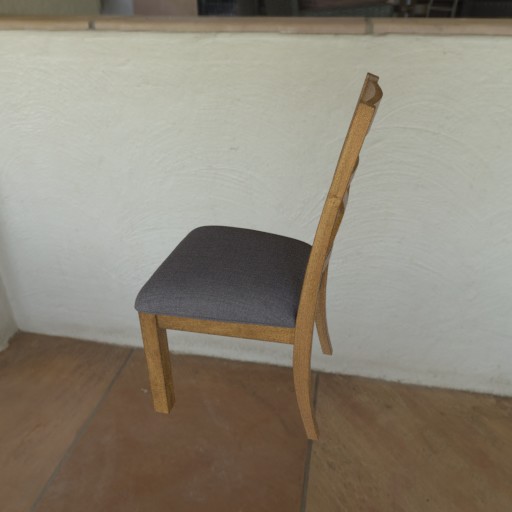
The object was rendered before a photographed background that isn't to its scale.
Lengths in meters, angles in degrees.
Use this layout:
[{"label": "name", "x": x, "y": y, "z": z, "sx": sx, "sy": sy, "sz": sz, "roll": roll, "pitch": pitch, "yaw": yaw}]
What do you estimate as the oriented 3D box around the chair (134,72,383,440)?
[{"label": "chair", "x": 0.000, "y": 0.000, "z": 1.274, "sx": 0.581, "sy": 0.949, "sz": 0.470, "roll": 7, "pitch": 31, "yaw": 13}]
